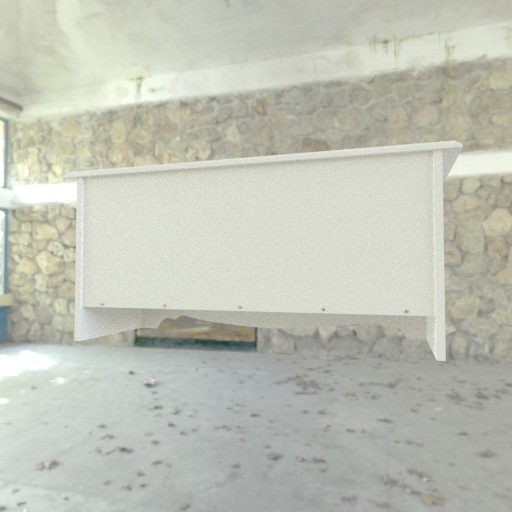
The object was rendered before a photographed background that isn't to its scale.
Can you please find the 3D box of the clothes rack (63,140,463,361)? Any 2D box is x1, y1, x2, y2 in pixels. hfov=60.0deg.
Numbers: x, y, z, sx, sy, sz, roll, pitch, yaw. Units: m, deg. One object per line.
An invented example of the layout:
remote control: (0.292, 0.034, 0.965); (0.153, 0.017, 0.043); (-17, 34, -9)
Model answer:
clothes rack: (0.000, 0.000, 1.479); (1.218, 0.558, 0.405); (-1, -2, 17)
